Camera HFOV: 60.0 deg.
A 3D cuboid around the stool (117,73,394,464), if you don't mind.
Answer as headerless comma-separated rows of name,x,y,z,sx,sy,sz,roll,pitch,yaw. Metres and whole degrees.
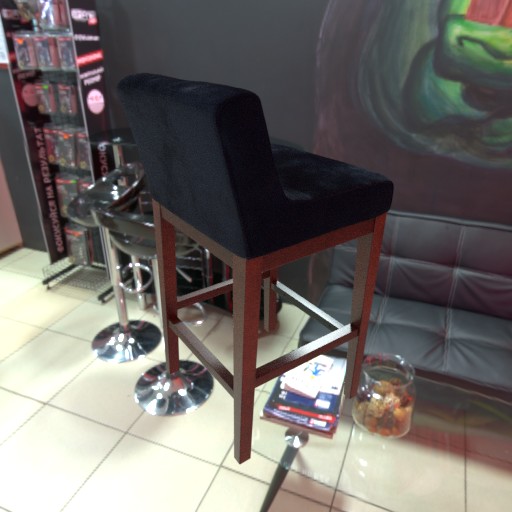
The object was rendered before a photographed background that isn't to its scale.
stool,0.000,0.000,1.244,0.516,0.945,0.511,-17,31,-31
